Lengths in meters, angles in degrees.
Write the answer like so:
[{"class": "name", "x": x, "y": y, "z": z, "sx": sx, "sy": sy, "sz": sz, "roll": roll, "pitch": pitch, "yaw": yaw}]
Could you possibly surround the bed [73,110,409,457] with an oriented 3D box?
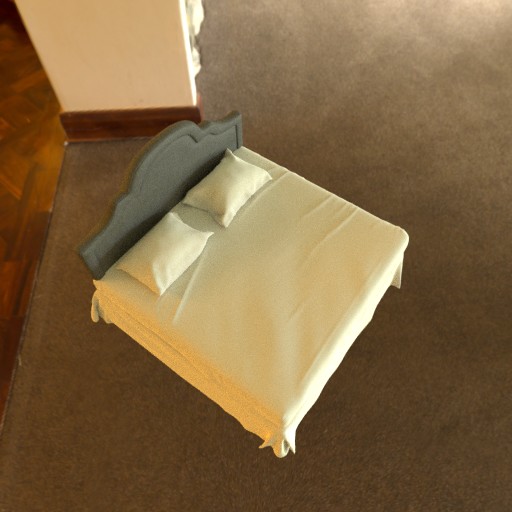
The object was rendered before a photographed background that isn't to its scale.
[{"class": "bed", "x": 0.000, "y": 0.000, "z": 3.772, "sx": 2.222, "sy": 1.631, "sz": 2.303, "roll": 32, "pitch": 63, "yaw": 19}]
